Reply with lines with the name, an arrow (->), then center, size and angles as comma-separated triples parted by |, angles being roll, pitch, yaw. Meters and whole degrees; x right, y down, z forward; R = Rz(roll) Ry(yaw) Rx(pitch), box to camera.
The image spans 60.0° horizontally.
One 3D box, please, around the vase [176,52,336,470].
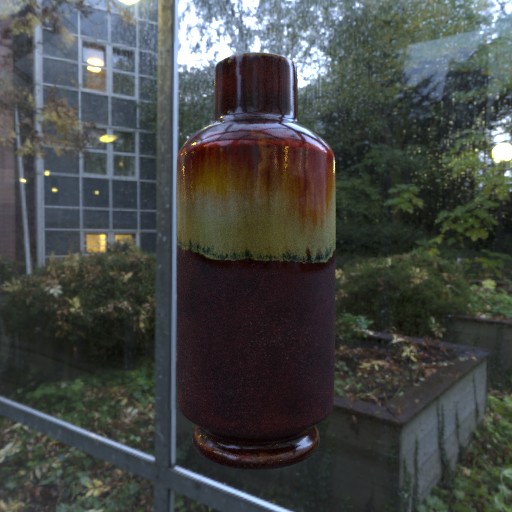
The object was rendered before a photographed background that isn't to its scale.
vase -> 0.000, 0.000, 0.313 | 0.111, 0.261, 0.111 | 0, 1, 0
